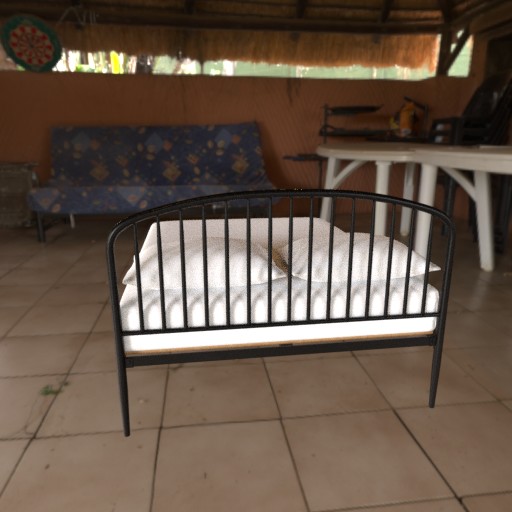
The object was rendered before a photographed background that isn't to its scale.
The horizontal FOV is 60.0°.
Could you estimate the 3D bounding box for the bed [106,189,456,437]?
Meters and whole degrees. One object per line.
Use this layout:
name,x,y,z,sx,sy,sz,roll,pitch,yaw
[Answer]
bed,0.000,0.000,3.108,1.618,1.166,2.159,-2,15,-8
